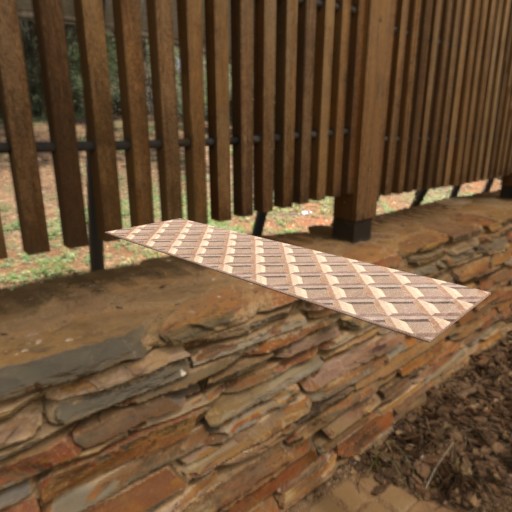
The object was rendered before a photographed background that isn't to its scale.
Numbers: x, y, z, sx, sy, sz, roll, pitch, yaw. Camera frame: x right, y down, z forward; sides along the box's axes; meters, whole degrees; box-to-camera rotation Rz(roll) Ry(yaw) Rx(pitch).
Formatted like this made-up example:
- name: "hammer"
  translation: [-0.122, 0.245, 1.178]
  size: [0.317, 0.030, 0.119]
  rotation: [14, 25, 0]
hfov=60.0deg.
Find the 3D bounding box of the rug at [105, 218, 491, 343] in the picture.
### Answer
- name: "rug"
  translation: [0.000, 0.000, 2.670]
  size: [2.437, 0.013, 0.685]
  rotation: [16, 23, 42]
